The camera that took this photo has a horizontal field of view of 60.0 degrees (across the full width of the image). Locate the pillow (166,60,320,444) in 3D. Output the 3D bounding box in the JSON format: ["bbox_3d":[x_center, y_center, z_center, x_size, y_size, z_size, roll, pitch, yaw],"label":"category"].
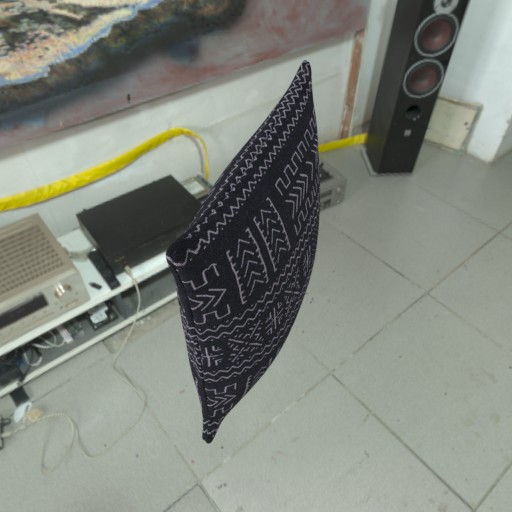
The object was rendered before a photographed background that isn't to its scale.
[{"bbox_3d":[0.000,0.000,0.678,0.164,0.430,0.438,16,48,14],"label":"pillow"}]
